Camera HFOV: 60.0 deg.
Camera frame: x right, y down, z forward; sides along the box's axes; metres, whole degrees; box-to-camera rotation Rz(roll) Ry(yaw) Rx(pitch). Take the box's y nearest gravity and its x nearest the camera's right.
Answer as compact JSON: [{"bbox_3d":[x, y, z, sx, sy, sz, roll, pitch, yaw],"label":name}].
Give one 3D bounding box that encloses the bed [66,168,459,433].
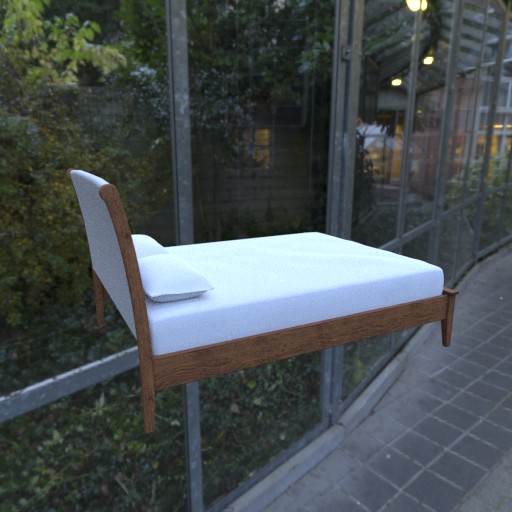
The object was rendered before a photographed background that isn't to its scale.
[{"bbox_3d":[0.000,0.000,2.933,2.108,1.135,1.502,-7,15,-26],"label":"bed"}]
